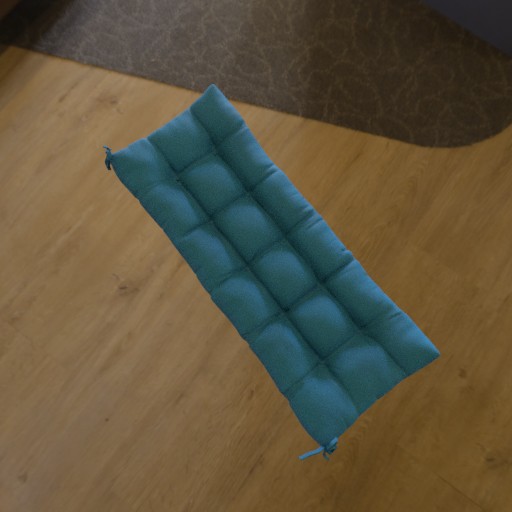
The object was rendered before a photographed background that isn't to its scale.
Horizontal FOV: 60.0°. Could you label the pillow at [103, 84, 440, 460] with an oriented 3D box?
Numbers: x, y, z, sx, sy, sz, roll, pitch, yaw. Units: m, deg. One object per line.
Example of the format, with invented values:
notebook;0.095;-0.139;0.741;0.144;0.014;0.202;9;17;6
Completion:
pillow;0.000;0.000;1.379;0.511;0.174;1.194;-37;79;-8
